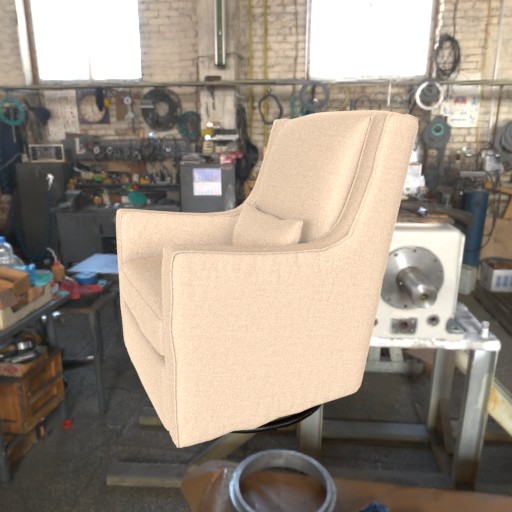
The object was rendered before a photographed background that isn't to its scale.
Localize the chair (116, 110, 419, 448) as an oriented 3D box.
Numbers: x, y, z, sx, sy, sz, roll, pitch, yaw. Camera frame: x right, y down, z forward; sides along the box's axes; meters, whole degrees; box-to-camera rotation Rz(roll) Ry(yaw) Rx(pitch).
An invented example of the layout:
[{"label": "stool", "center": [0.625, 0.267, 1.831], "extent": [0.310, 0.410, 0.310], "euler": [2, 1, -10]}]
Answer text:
[{"label": "chair", "center": [0.000, 0.000, 1.575], "extent": [0.879, 0.993, 0.732], "euler": [-8, 17, -26]}]
